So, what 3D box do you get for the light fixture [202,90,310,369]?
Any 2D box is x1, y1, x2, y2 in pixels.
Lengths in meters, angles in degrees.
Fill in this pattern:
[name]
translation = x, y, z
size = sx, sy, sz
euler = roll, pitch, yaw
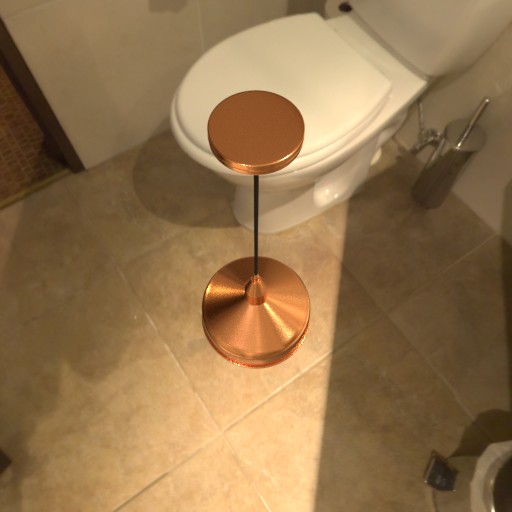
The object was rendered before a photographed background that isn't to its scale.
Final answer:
[light fixture]
translation = 0.000, 0.000, 0.896
size = 0.301, 0.754, 0.301
euler = 17, 66, 8
